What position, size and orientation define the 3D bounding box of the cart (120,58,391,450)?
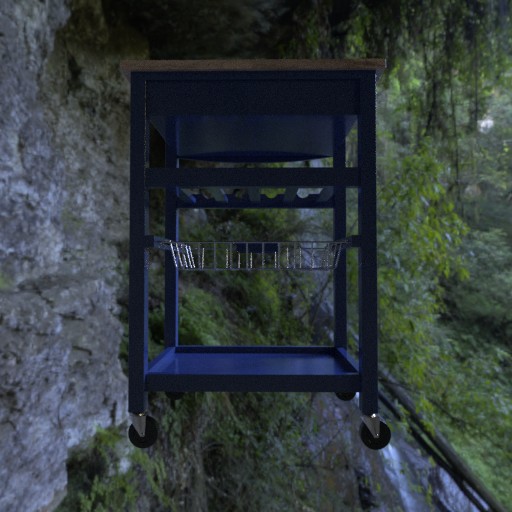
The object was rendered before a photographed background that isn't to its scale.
[{"bbox_3d":[0.000,0.000,1.147,0.584,0.839,0.403,0,-1,1],"label":"cart"}]
